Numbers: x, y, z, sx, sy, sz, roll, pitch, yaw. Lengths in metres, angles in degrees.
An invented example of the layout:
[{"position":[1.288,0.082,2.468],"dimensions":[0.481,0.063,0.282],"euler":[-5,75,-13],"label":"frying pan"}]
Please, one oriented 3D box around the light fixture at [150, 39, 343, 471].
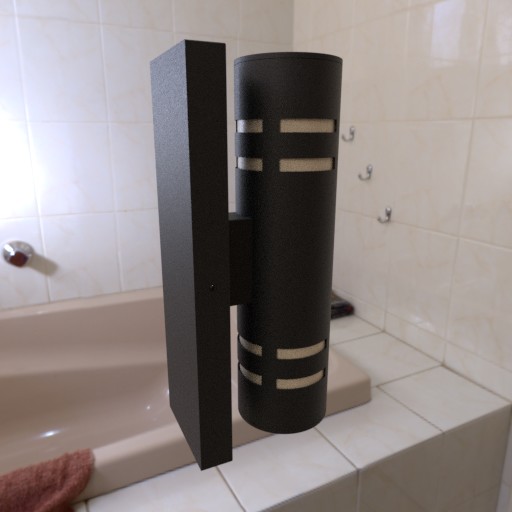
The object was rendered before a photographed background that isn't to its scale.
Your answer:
[{"position":[0.000,0.000,0.402],"dimensions":[0.149,0.330,0.105],"euler":[-7,17,-24],"label":"light fixture"}]
